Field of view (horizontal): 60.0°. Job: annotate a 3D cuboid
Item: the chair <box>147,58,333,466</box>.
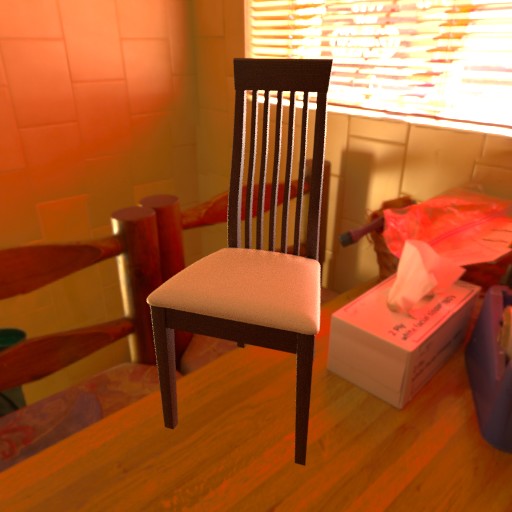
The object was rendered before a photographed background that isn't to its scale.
[{"bbox_3d":[0.000,0.000,1.274,0.460,1.027,0.474,8,27,17],"label":"chair"}]
